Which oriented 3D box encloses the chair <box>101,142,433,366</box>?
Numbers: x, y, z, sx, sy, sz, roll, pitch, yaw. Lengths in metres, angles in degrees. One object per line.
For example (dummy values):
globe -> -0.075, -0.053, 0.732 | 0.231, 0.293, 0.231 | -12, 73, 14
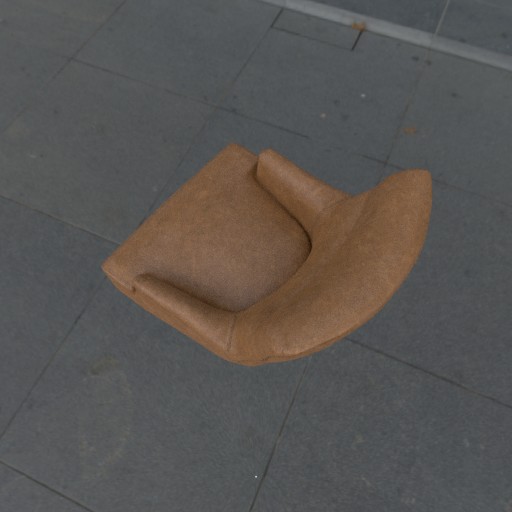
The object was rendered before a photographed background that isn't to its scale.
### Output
chair -> 0.000, 0.000, 1.520 | 0.874, 0.869, 0.729 | 36, 69, 16
